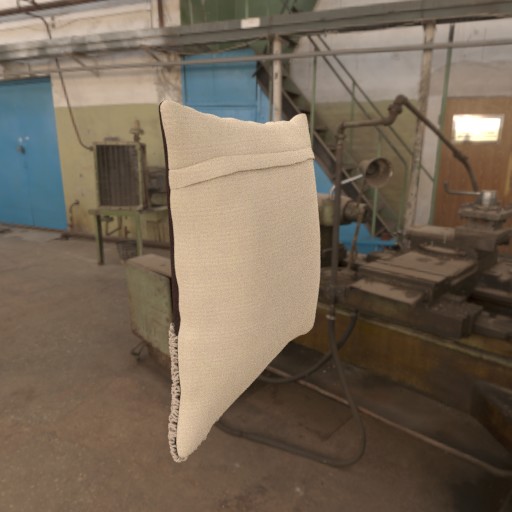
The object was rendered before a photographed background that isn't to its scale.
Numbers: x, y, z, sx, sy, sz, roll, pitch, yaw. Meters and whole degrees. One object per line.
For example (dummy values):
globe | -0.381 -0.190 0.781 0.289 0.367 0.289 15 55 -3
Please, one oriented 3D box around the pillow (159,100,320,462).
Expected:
pillow | 0.000 0.000 0.739 0.178 0.473 0.475 8 17 26
